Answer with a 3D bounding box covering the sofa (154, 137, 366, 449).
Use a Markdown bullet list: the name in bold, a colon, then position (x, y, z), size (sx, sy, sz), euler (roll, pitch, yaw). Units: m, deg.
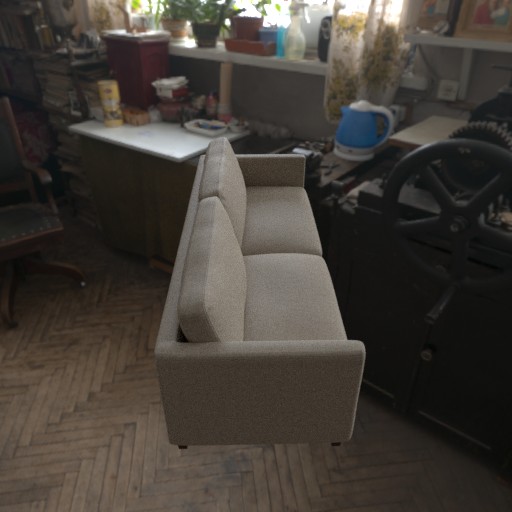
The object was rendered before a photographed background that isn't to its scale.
- **sofa**: position (0.000, 0.000, 3.042), size (0.951, 0.965, 2.434), euler (-1, 33, -1)
